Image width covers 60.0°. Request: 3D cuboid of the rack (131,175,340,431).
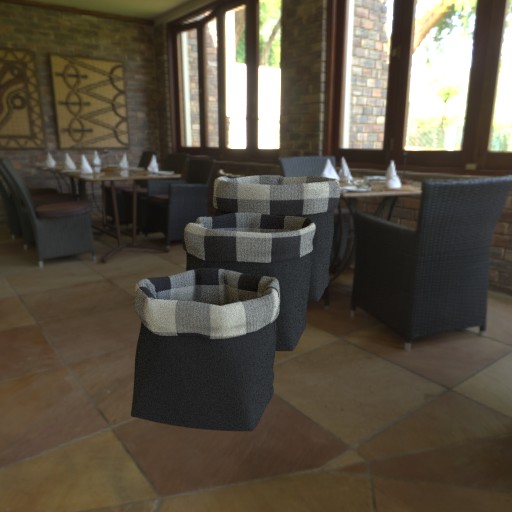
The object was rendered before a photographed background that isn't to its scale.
[{"bbox_3d":[0.000,0.000,1.056,0.370,0.329,0.889,3,15,11],"label":"rack"}]
